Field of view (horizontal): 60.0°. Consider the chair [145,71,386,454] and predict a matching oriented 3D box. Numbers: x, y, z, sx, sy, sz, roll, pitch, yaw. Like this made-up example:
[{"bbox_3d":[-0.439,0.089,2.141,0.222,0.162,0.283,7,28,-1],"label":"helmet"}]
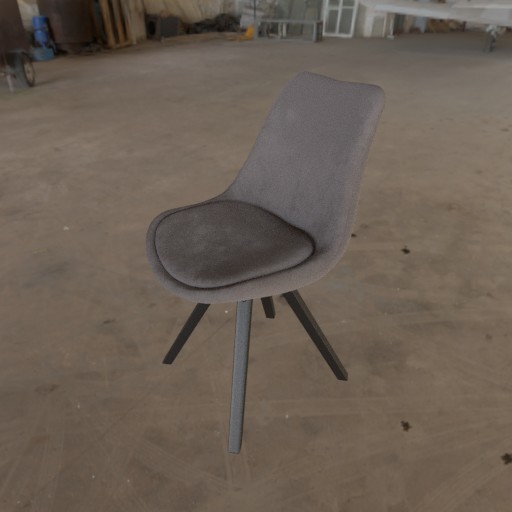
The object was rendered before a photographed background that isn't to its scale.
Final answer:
[{"bbox_3d":[0.000,0.000,1.189,0.550,0.850,0.476,-21,37,-30],"label":"chair"}]
